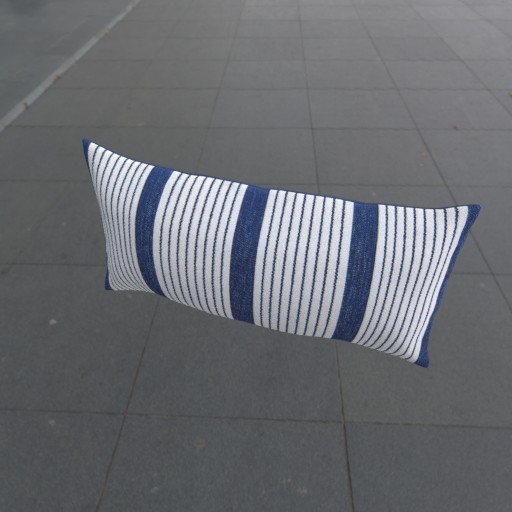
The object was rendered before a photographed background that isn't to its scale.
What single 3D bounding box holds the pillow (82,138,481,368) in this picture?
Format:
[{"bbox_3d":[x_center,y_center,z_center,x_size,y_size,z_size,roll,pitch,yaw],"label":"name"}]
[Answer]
[{"bbox_3d":[0.000,0.000,0.721,0.608,0.292,0.156,12,42,13],"label":"pillow"}]
